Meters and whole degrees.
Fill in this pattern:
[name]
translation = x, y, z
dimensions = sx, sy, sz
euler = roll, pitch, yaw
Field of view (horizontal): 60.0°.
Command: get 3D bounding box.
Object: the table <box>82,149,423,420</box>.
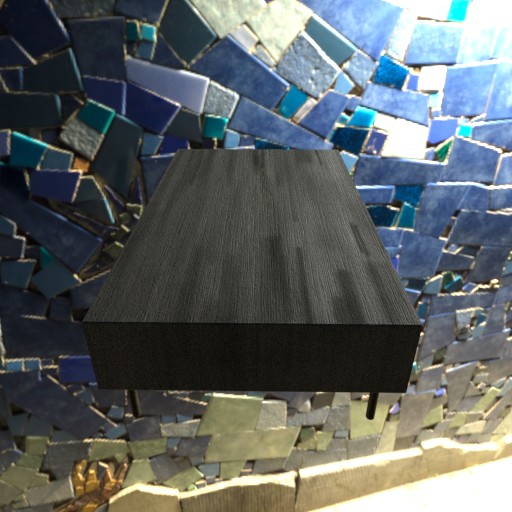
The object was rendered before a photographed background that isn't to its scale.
[table]
translation = 0.000, 0.000, 1.384
dimensions = 0.643, 0.347, 1.088
euler = 0, 31, 1
